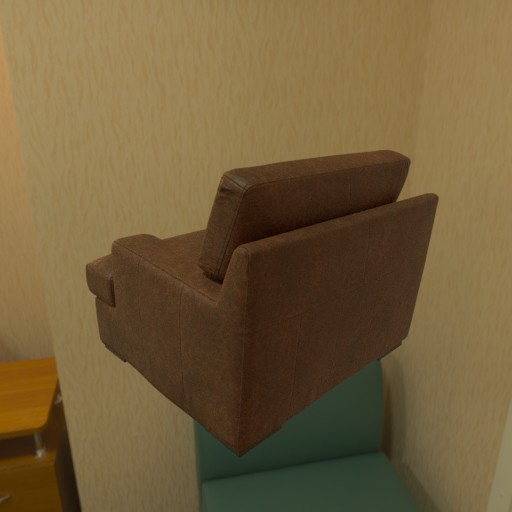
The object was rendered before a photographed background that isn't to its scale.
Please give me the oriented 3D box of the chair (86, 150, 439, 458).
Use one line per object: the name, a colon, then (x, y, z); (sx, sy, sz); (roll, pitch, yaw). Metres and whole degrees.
chair: (0.000, 0.000, 2.007); (1.168, 0.939, 1.143); (-17, 25, -41)
